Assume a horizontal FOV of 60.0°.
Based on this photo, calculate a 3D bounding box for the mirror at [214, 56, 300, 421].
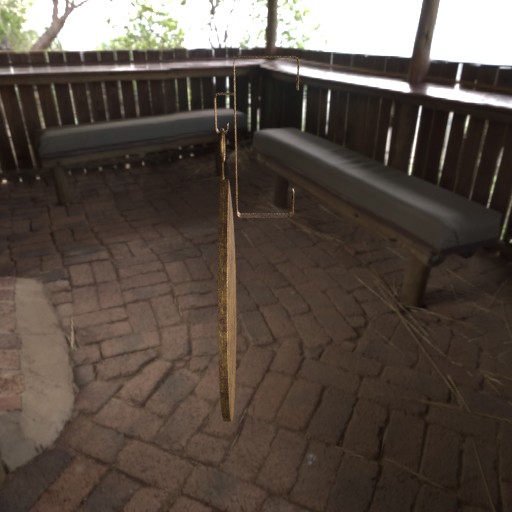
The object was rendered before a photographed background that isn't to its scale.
[{"bbox_3d":[0.000,0.000,0.905,0.144,0.744,0.405,0,27,0],"label":"mirror"}]
